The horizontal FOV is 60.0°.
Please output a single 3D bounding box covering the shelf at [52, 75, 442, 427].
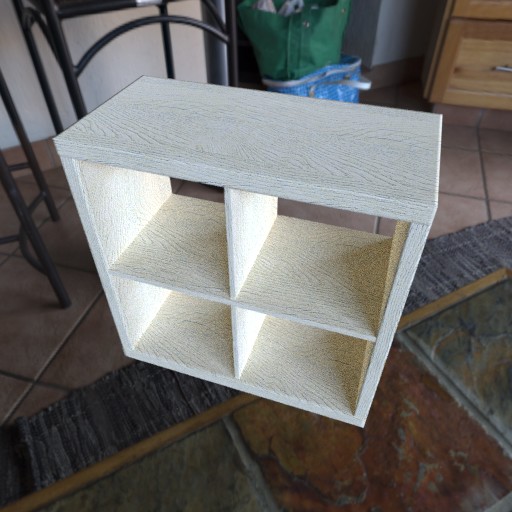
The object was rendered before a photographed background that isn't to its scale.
[{"bbox_3d":[0.000,0.000,1.257,0.790,0.786,0.390,13,44,14],"label":"shelf"}]
